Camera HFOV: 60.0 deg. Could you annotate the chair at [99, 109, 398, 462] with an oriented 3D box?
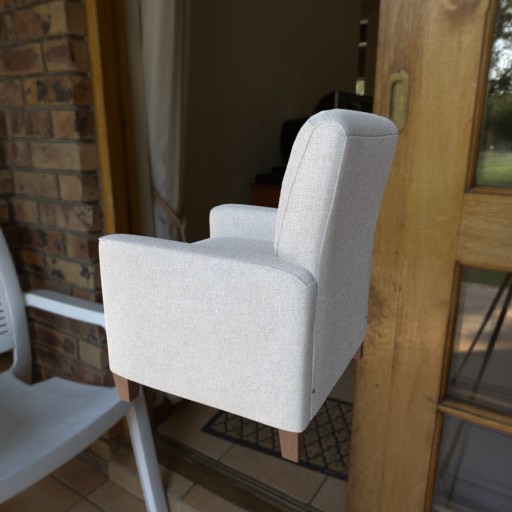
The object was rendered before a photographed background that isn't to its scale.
[{"bbox_3d":[0.000,0.000,1.671,0.859,1.023,0.845,8,17,26],"label":"chair"}]
